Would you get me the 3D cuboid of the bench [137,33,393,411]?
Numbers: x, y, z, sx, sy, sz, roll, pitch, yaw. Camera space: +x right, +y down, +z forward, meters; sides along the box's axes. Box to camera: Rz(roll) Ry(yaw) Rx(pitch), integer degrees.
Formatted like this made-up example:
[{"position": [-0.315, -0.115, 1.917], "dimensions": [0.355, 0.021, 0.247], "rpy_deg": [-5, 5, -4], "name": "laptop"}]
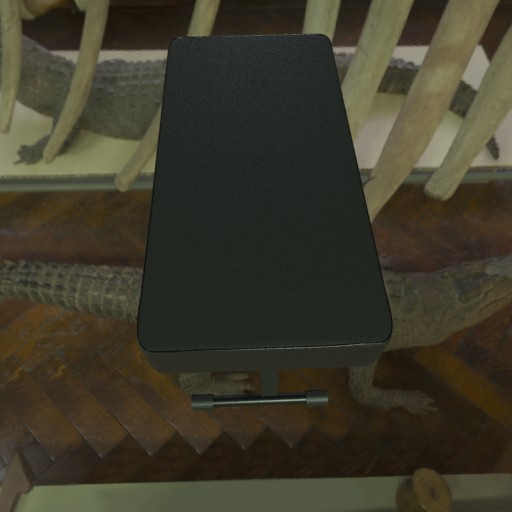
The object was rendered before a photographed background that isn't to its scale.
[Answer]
[{"position": [0.000, 0.000, 0.883], "dimensions": [0.300, 0.561, 0.600], "rpy_deg": [-2, 58, -1], "name": "bench"}]
